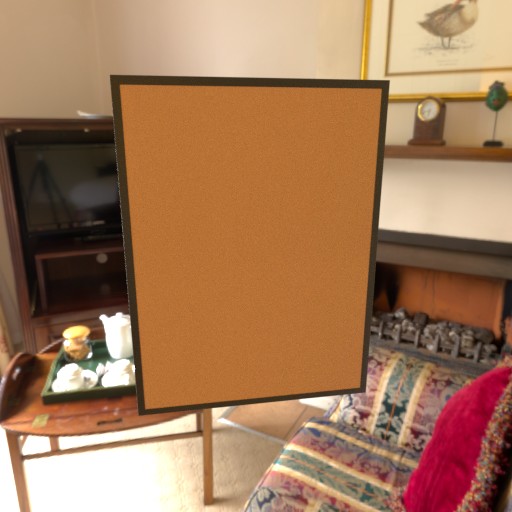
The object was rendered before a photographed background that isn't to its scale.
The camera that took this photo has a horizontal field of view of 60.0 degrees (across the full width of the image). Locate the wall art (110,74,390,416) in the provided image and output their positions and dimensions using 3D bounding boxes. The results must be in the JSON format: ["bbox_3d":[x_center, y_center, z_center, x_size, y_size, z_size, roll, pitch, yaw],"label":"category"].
[{"bbox_3d":[0.000,0.000,1.418,0.804,1.061,0.039,-3,16,-9],"label":"wall art"}]
